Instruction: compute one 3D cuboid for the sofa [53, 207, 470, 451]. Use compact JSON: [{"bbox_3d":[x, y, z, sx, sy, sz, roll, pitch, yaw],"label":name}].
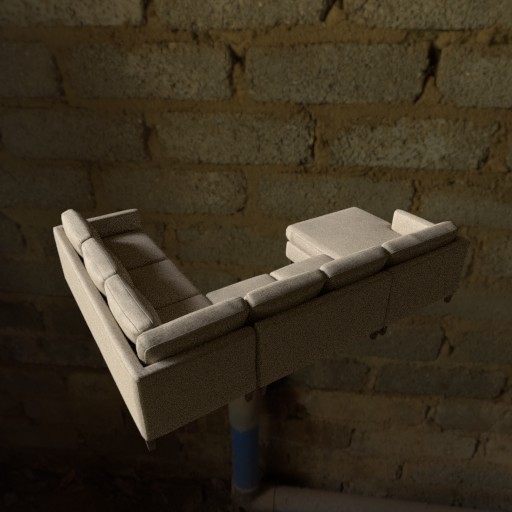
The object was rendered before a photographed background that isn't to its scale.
[{"bbox_3d":[0.000,0.000,4.627,3.460,0.959,2.593,-18,35,-28],"label":"sofa"}]
